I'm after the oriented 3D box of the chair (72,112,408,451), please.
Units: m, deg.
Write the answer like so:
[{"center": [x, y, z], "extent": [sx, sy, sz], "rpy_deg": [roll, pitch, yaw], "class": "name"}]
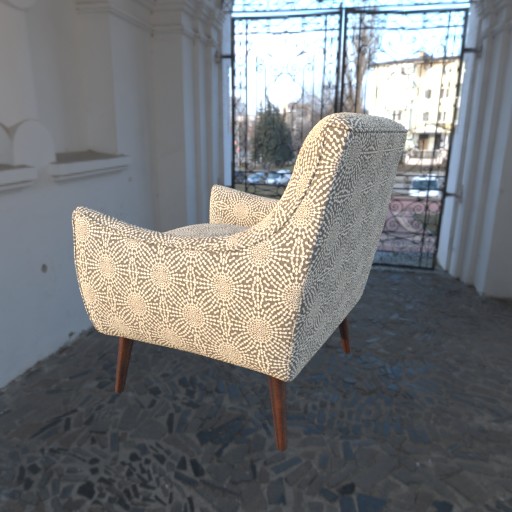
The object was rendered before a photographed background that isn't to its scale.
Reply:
[{"center": [0.000, 0.000, 1.397], "extent": [0.787, 0.838, 0.762], "rpy_deg": [8, 17, 27], "class": "chair"}]
